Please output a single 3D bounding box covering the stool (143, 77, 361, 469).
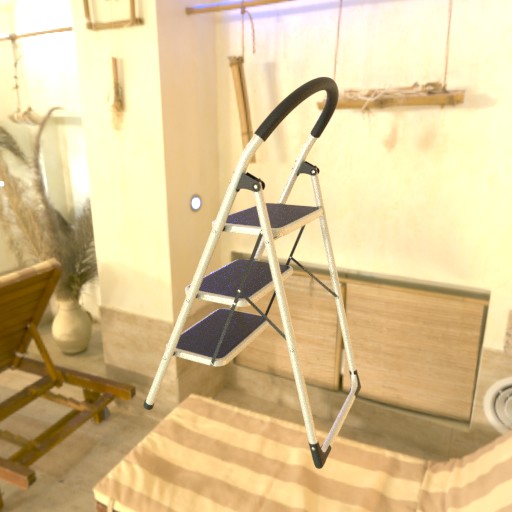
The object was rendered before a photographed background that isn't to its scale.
[{"bbox_3d":[0.000,0.000,1.501,0.676,1.109,0.485,8,18,25],"label":"stool"}]
